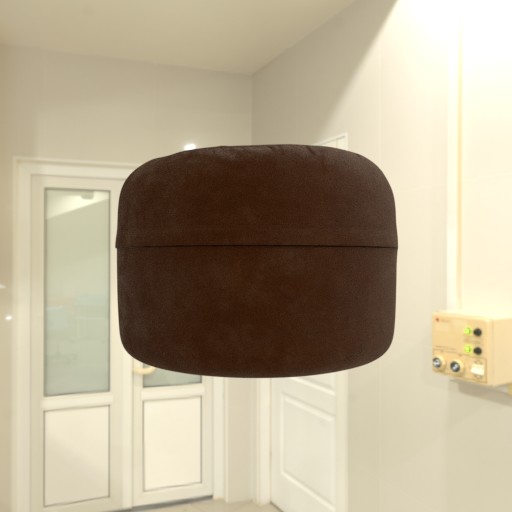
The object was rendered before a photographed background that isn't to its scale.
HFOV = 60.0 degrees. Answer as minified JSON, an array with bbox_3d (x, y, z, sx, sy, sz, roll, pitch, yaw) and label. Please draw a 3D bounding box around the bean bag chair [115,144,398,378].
[{"bbox_3d":[0.000,0.000,1.508,0.918,0.616,0.918,0,0,0],"label":"bean bag chair"}]
